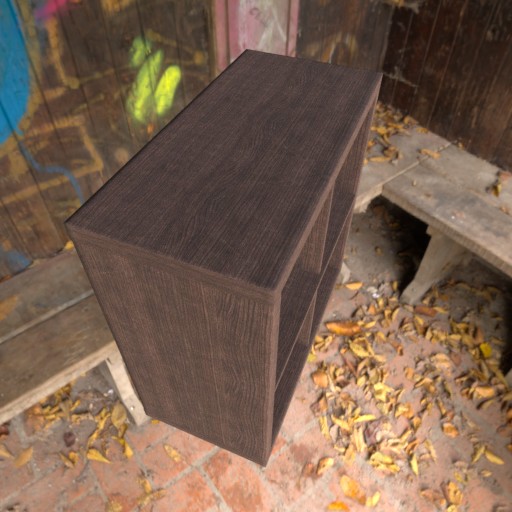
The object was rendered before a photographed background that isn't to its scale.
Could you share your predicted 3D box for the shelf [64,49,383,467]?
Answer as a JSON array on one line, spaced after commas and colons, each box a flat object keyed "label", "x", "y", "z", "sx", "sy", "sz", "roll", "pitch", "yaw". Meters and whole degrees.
[{"label": "shelf", "x": 0.000, "y": 0.000, "z": 1.249, "sx": 0.390, "sy": 0.786, "sz": 0.790, "roll": 17, "pitch": 49, "yaw": 15}]
